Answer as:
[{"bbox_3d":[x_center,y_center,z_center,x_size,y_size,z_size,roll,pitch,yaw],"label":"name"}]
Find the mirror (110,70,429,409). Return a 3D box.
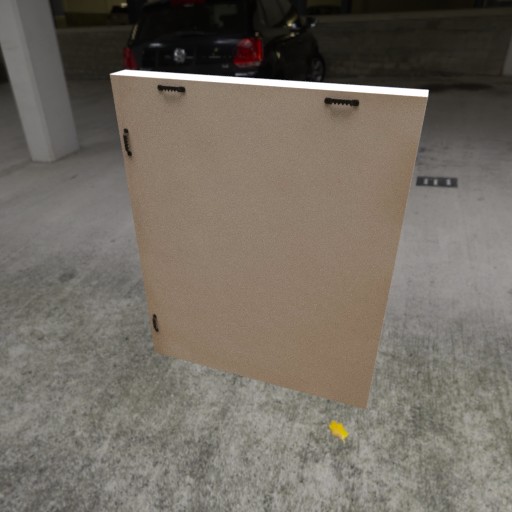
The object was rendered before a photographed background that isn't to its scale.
[{"bbox_3d":[0.000,0.000,0.682,0.405,0.508,0.041,11,33,16],"label":"mirror"}]
